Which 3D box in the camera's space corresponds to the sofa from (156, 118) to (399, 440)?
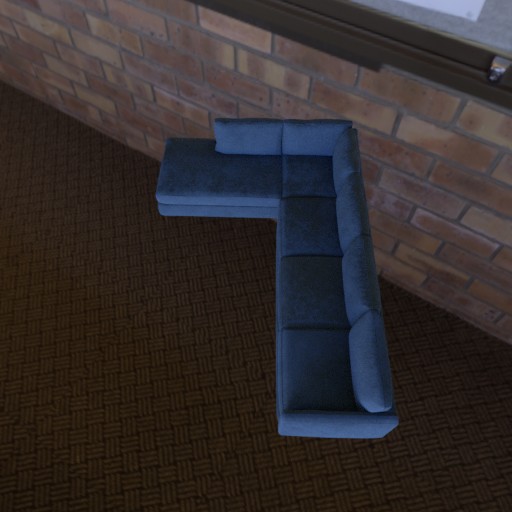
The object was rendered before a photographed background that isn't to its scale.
[{"bbox_3d":[0.000,0.000,3.930,2.007,0.815,2.949,1,58,1],"label":"sofa"}]
